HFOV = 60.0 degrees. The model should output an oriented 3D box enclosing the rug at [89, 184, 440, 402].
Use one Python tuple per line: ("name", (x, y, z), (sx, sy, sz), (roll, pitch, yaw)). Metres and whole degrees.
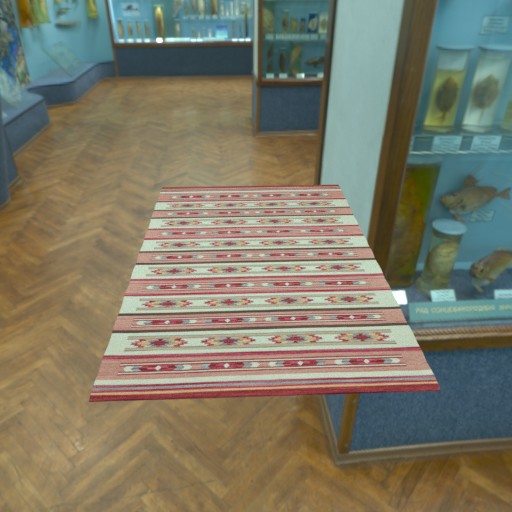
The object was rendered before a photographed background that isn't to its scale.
("rug", (0.000, 0.000, 2.293), (1.223, 0.008, 1.817), (-1, 32, -2))
